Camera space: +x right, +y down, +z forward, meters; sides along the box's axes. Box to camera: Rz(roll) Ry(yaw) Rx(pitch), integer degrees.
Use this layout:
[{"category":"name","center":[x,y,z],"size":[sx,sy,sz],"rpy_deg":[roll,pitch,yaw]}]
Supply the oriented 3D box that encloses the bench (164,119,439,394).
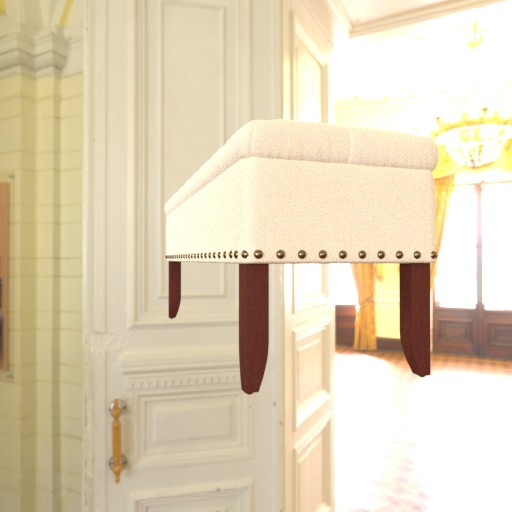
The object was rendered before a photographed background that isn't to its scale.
[{"category":"bench","center":[0.000,0.000,1.263],"size":[0.400,0.470,1.054],"rpy_deg":[0,0,-18]}]
